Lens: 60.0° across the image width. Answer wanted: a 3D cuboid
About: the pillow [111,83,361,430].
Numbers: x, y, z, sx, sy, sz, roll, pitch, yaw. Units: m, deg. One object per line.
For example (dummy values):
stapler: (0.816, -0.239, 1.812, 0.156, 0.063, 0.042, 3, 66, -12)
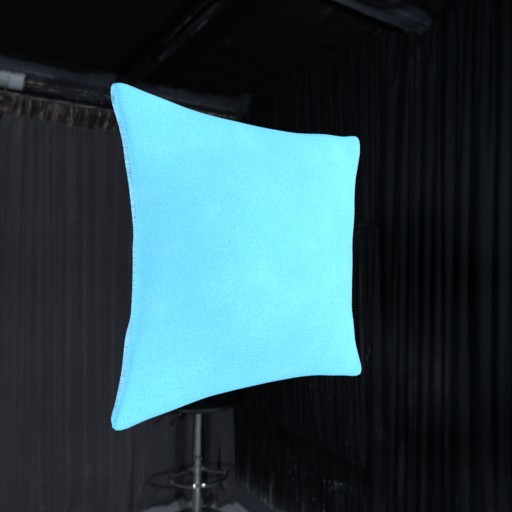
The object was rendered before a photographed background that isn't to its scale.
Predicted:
pillow: (0.000, 0.000, 0.655, 0.433, 0.415, 0.151, 0, 0, -36)
